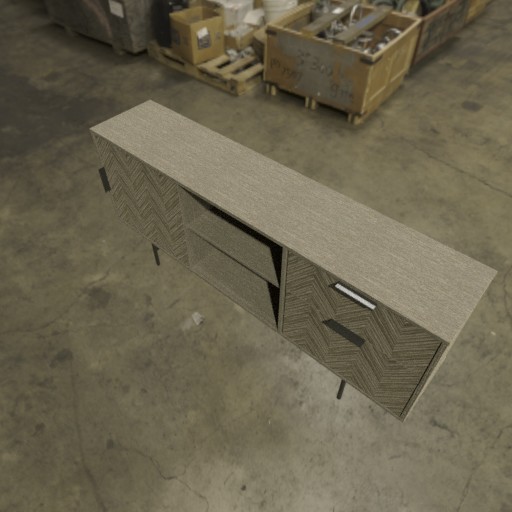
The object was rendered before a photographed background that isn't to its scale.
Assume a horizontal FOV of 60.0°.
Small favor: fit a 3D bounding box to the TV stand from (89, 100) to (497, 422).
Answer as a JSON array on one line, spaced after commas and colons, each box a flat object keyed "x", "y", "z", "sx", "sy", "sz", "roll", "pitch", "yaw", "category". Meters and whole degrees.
[{"x": 0.000, "y": 0.000, "z": 2.079, "sx": 1.804, "sy": 0.787, "sz": 0.405, "roll": 32, "pitch": 55, "yaw": 27, "category": "TV stand"}]
